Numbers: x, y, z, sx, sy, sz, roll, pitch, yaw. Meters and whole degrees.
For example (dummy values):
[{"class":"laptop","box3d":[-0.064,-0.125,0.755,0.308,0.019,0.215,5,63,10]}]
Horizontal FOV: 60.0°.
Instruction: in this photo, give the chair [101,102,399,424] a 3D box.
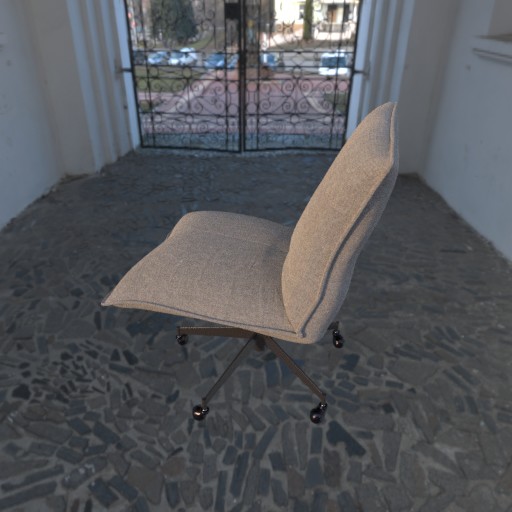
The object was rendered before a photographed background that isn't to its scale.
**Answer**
[{"class":"chair","box3d":[0.000,0.000,1.287,0.696,0.811,0.597,8,31,14]}]
